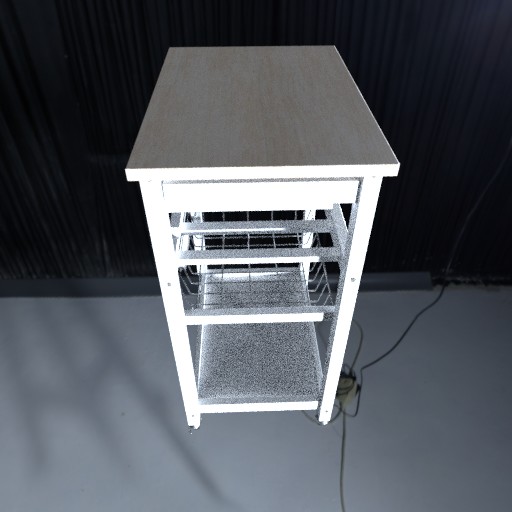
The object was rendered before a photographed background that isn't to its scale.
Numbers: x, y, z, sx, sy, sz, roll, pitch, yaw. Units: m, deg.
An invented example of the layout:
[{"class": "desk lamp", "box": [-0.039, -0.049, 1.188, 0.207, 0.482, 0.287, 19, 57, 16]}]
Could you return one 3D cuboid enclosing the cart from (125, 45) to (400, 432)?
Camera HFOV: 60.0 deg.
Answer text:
[{"class": "cart", "box": [0.000, 0.000, 1.150, 0.406, 0.857, 0.578, -1, 41, -2]}]
